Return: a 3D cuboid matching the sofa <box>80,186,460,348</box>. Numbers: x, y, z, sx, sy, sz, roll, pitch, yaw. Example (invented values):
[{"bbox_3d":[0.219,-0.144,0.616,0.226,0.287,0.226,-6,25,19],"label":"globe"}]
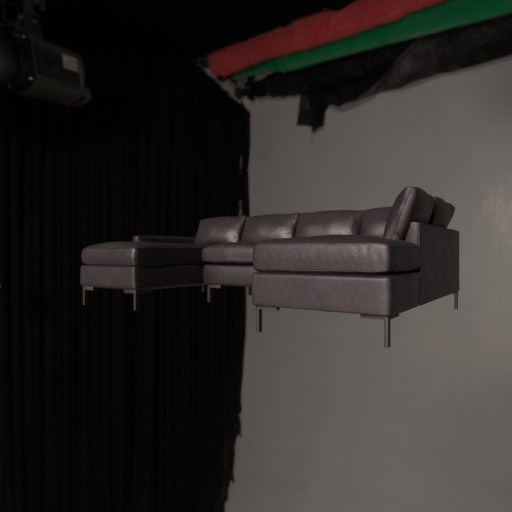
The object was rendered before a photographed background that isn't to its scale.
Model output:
[{"bbox_3d":[0.000,0.000,3.813,2.956,0.900,1.939,0,1,35],"label":"sofa"}]
